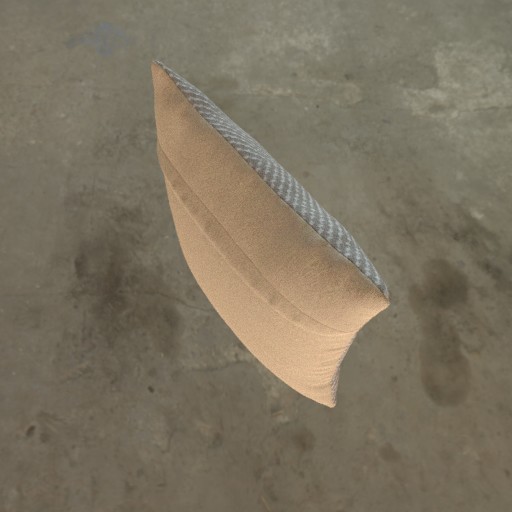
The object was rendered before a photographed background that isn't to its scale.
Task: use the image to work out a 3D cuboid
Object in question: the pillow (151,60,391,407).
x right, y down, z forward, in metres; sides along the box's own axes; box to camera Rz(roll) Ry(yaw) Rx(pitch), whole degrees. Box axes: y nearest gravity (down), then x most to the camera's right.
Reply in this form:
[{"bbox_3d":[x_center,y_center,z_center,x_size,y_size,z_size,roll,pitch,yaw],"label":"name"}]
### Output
[{"bbox_3d":[0.000,0.000,0.708,0.181,0.458,0.459,-32,63,-18],"label":"pillow"}]
